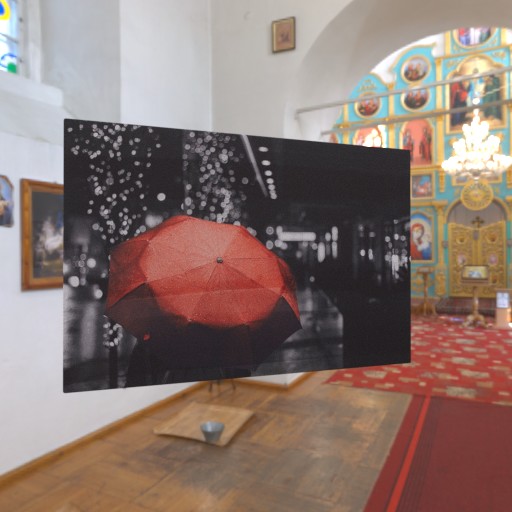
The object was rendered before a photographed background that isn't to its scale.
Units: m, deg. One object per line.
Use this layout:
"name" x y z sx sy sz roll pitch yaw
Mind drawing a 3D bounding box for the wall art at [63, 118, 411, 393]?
"wall art" 0.000 0.000 0.765 0.609 0.406 0.037 0 0 -18
